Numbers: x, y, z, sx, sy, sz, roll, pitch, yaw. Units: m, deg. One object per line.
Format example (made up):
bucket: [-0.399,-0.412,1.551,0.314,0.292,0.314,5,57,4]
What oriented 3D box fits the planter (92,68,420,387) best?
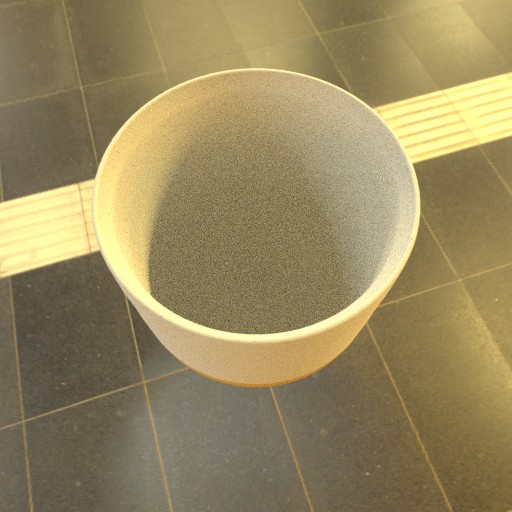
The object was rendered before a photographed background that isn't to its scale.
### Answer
planter: [0.000,0.000,0.482,0.268,0.270,0.268,0,64,0]
